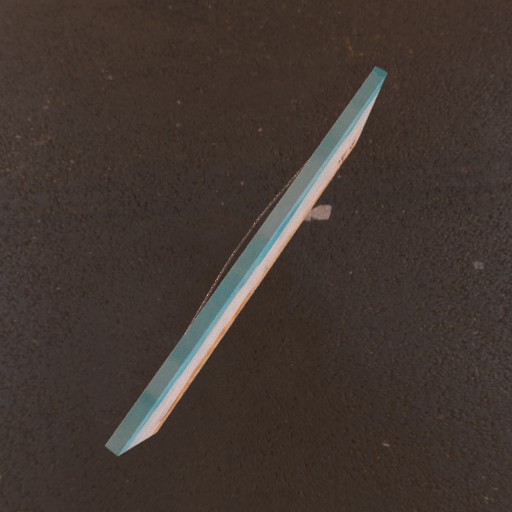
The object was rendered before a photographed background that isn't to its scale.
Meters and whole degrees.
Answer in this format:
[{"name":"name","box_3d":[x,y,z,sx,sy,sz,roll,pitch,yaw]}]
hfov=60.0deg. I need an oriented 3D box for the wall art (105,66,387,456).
[{"name":"wall art","box_3d":[0.000,0.000,0.827,0.044,0.254,0.759,33,78,8]}]
